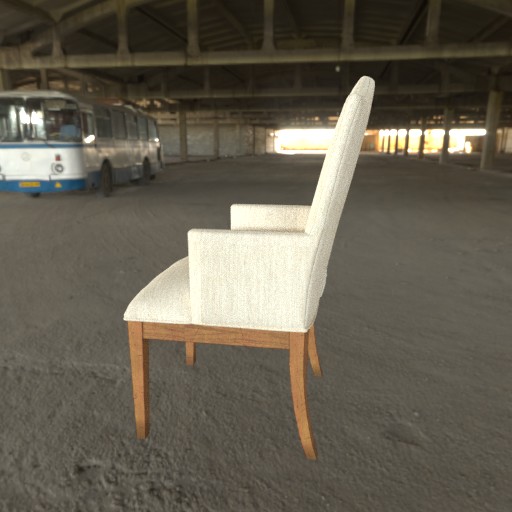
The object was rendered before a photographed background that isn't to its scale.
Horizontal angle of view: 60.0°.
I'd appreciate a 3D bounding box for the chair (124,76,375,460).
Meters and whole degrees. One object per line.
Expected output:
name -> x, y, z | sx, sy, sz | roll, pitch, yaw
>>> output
chair -> 0.000, 0.000, 1.359 | 0.641, 1.016, 0.533 | 3, 15, 10
